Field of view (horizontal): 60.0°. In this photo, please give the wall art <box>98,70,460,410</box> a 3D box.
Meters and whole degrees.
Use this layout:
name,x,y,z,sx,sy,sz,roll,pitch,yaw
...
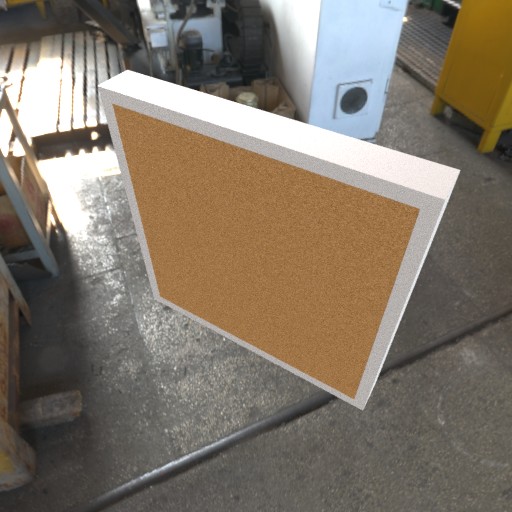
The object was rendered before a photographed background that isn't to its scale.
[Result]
name,x,y,z,sx,sy,sz,roll,pitch,yaw
wall art,0.000,0.000,0.456,0.305,0.302,0.038,24,51,21
